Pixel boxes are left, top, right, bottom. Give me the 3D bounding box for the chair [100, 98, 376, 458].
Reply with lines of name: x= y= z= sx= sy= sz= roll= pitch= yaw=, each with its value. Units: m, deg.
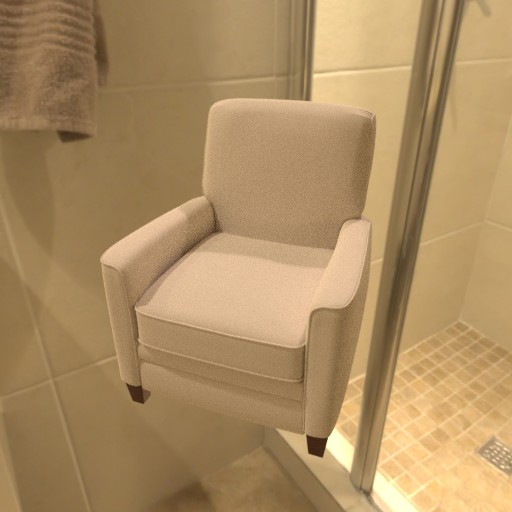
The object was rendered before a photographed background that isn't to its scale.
chair: x=0.000 y=0.000 z=1.677 sx=0.841 sy=1.028 sz=0.858 roll=9 pitch=29 yaw=17
